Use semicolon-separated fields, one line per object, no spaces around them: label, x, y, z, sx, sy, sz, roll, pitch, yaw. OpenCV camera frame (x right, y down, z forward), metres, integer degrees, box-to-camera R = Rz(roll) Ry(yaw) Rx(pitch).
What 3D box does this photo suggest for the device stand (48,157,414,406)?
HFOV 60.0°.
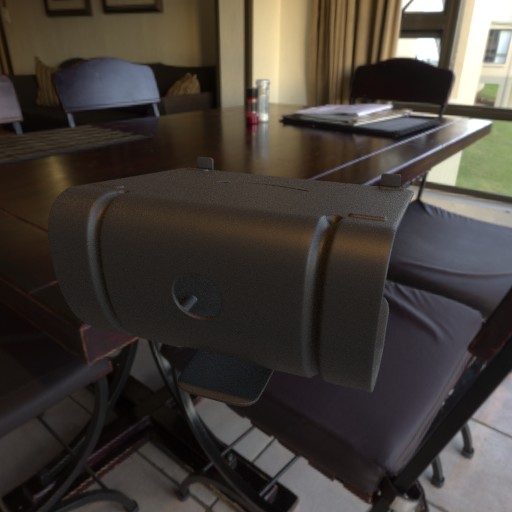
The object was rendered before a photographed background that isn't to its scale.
device stand;0.000;0.000;0.404;0.256;0.155;0.236;9;28;18
